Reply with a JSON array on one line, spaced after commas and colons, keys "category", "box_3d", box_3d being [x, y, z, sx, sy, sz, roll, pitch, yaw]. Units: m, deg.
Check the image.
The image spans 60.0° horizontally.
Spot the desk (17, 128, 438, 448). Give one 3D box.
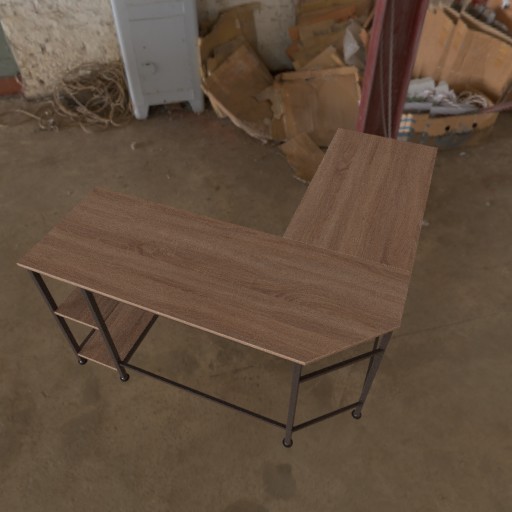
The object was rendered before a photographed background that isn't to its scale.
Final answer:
[{"category": "desk", "box_3d": [0.000, 0.000, 2.191, 1.379, 0.739, 1.379, 16, 49, 15]}]
